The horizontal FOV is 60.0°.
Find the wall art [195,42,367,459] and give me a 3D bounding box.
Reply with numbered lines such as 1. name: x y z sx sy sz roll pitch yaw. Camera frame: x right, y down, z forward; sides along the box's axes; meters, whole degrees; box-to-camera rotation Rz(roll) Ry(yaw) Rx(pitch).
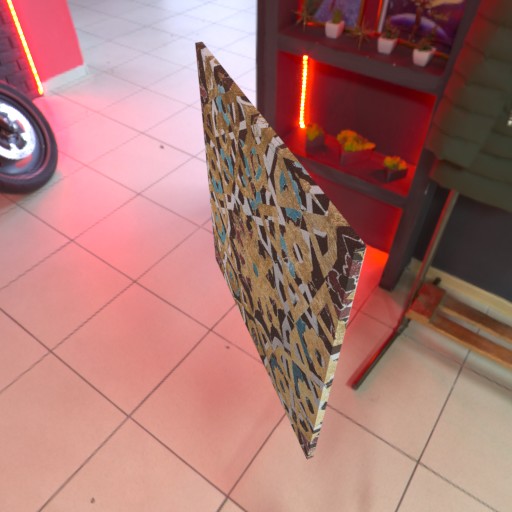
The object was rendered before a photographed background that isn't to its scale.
1. wall art: 0.000 0.000 0.589 0.010 0.406 0.404 -16 48 -15
